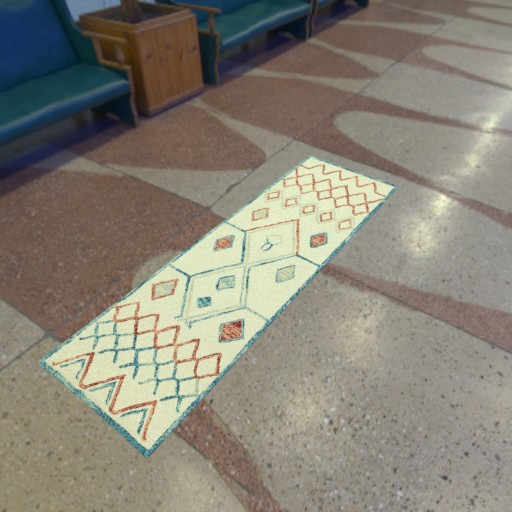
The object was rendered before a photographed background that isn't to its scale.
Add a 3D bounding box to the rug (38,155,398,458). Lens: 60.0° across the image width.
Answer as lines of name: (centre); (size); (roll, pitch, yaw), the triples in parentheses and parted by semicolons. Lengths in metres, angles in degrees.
rug: (0.000, 0.000, 2.642); (0.750, 0.011, 2.435); (27, 48, 27)
